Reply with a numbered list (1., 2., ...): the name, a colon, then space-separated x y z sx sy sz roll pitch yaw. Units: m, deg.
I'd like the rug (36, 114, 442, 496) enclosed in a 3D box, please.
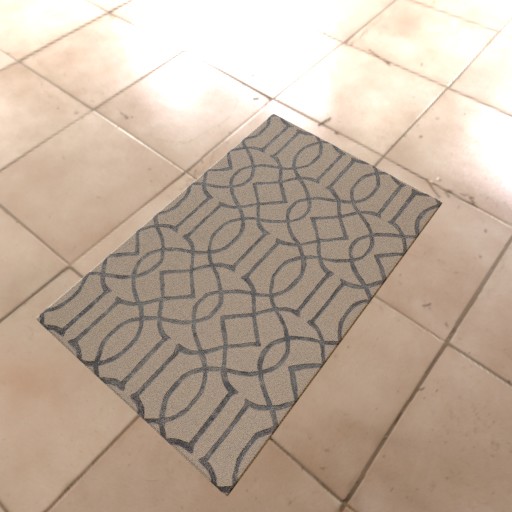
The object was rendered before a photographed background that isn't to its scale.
1. rug: 0.000 0.000 2.914 1.521 0.017 2.365 34 63 20
